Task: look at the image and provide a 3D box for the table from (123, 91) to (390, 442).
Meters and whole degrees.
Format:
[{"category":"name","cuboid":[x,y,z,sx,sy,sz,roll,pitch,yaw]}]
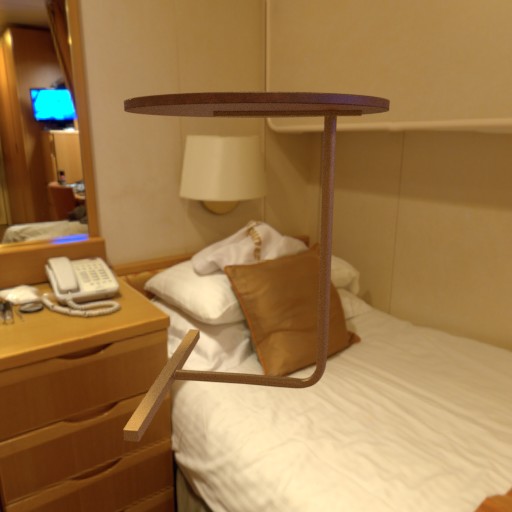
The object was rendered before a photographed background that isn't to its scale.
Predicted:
[{"category":"table","cuboid":[0.000,0.000,1.084,0.577,0.706,0.530,2,15,7]}]
